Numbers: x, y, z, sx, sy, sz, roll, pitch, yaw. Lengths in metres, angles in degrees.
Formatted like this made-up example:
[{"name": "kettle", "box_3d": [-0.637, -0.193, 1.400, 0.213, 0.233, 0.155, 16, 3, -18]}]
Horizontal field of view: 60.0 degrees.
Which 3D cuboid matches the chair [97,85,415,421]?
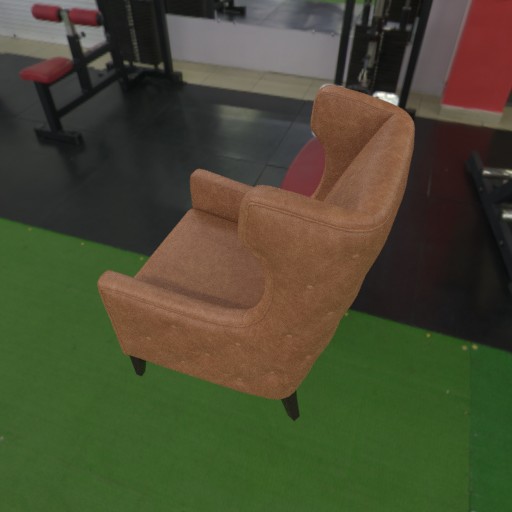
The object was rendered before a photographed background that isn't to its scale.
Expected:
[{"name": "chair", "box_3d": [0.000, 0.000, 1.650, 0.899, 1.079, 0.766, 16, 46, 16]}]
